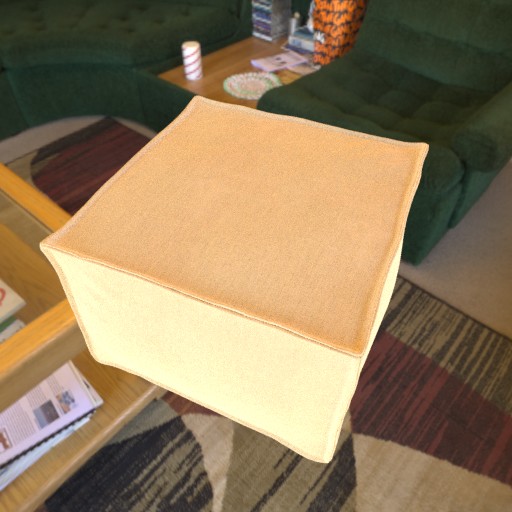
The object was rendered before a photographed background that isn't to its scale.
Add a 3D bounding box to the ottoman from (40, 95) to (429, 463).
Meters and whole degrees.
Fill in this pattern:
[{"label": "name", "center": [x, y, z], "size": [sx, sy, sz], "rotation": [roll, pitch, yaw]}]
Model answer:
[{"label": "ottoman", "center": [0.000, 0.000, 1.149], "size": [0.696, 0.470, 0.707], "rotation": [17, 49, 16]}]
